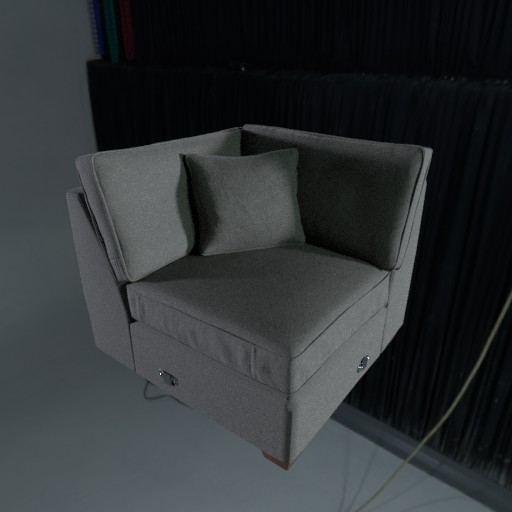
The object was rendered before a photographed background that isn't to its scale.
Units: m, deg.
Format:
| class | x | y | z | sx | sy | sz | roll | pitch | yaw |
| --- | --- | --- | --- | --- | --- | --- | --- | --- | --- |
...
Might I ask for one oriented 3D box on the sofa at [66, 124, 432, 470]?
| class | x | y | z | sx | sy | sz | roll | pitch | yaw |
| --- | --- | --- | --- | --- | --- | --- | --- | --- | --- |
| sofa | 0.000 | 0.000 | 1.958 | 1.146 | 1.002 | 1.084 | 18 | 31 | 33 |
